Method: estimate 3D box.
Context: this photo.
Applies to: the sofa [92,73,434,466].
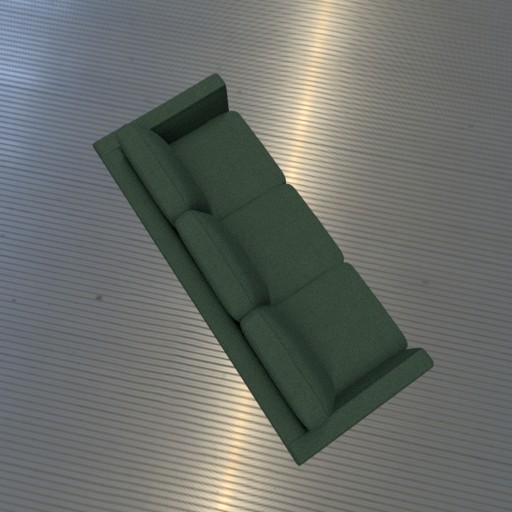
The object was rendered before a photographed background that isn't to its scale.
[{"bbox_3d":[0.000,0.000,2.575,0.879,0.899,2.029,-33,78,-8],"label":"sofa"}]
